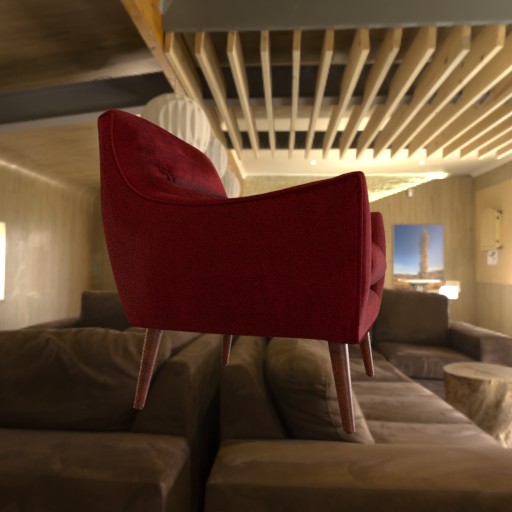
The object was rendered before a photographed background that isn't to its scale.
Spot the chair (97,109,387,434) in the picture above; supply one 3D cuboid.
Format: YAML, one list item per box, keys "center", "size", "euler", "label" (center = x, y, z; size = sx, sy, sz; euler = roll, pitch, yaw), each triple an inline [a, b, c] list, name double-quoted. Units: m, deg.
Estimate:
- center: [0.000, 0.000, 1.414]
  size: [0.787, 0.838, 0.762]
  euler: [-1, -2, 19]
  label: "chair"
